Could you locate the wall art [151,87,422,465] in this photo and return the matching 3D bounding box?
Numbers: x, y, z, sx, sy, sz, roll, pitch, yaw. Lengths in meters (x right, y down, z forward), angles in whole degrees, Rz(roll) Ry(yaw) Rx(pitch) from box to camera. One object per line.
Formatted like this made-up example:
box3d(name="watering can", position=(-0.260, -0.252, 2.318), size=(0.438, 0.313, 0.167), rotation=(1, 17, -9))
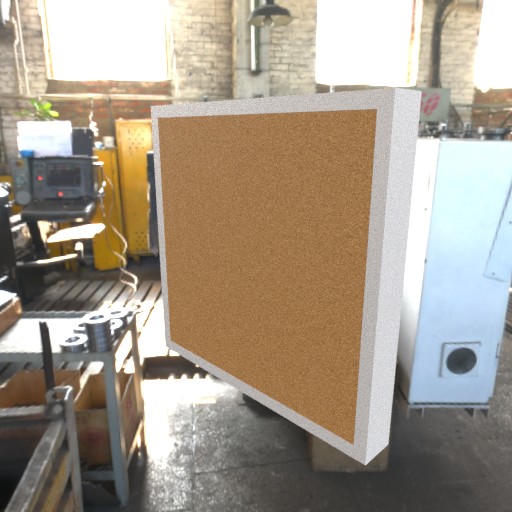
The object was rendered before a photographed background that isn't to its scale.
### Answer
box3d(name="wall art", position=(0.000, 0.000, 0.454), size=(0.038, 0.302, 0.305), rotation=(-15, 21, -42))
